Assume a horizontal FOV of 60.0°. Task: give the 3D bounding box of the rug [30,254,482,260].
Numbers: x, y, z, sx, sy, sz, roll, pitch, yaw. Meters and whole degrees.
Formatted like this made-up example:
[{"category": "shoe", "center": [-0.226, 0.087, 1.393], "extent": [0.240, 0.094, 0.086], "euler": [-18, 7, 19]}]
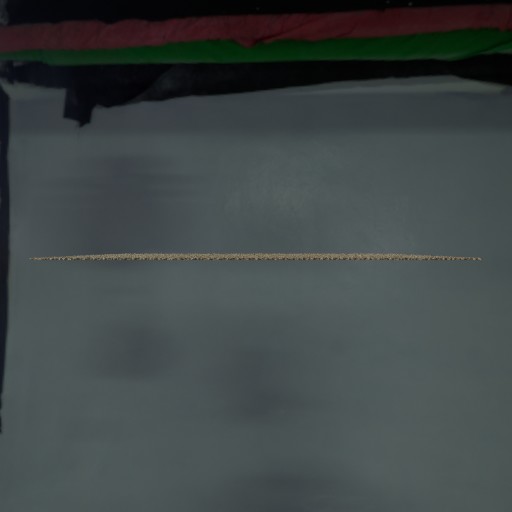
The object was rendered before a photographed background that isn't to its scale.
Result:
[{"category": "rug", "center": [0.000, 0.000, 2.375], "extent": [1.828, 0.008, 1.219], "euler": [0, 1, 0]}]
